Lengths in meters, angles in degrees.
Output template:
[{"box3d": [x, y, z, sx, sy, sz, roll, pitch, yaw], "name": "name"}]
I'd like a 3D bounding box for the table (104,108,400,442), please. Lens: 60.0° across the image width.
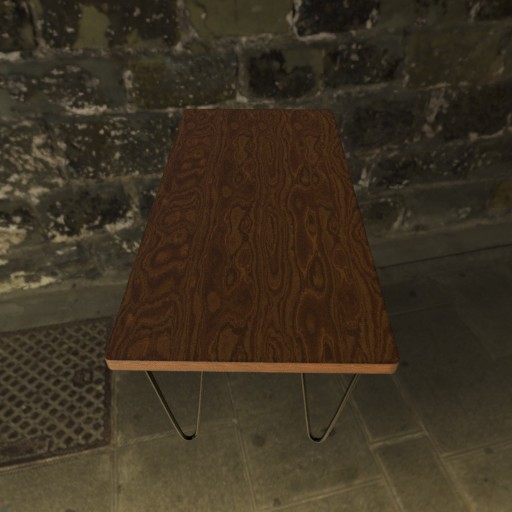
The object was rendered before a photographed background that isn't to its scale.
[{"box3d": [0.000, 0.000, 2.223, 0.883, 0.753, 1.791, 1, 42, 1], "name": "table"}]
